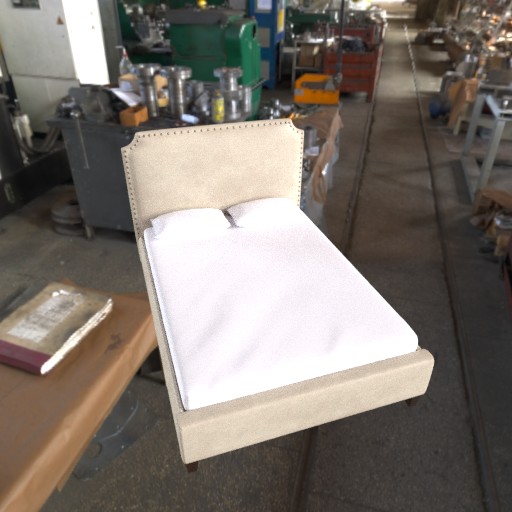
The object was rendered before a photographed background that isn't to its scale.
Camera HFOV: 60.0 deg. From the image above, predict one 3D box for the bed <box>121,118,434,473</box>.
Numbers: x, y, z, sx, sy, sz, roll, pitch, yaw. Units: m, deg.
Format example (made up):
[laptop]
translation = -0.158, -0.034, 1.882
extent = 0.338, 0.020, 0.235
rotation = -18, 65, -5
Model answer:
[bed]
translation = 0.000, 0.000, 3.463
extent = 1.712, 1.443, 2.372
rotation = -10, 34, -15
